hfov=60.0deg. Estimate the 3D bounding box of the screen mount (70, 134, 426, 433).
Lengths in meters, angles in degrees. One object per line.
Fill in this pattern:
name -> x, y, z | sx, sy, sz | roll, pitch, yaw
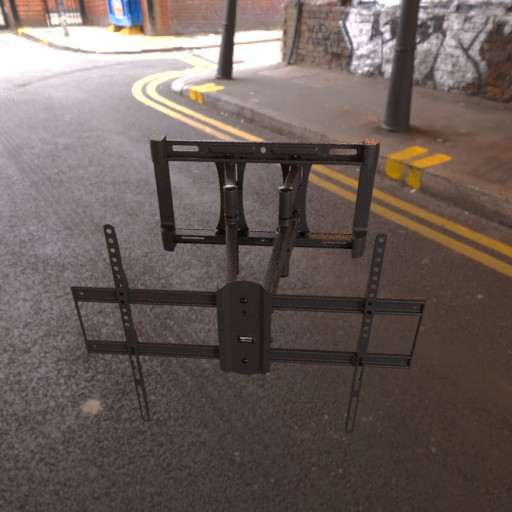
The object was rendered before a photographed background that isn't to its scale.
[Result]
screen mount -> 0.000, 0.000, 1.115 | 0.661, 0.491, 0.644 | 2, 31, 3
